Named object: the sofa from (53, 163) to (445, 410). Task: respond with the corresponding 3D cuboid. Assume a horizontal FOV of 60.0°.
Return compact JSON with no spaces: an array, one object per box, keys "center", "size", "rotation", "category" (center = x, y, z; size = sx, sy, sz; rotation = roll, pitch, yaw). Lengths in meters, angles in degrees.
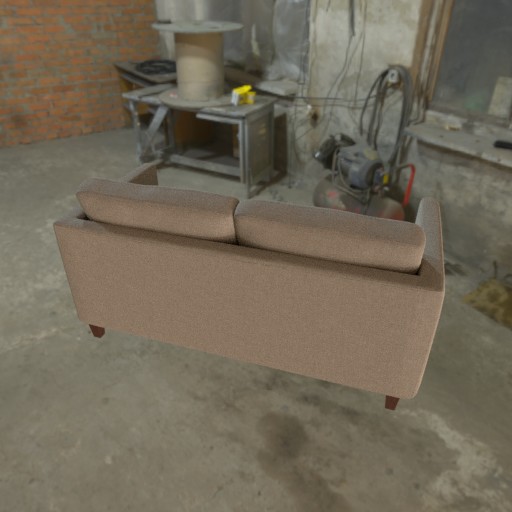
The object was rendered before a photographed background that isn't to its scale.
[{"center":[0.000,0.000,2.497],"size":[1.884,0.947,0.951],"rotation":[10,33,15],"category":"sofa"}]
